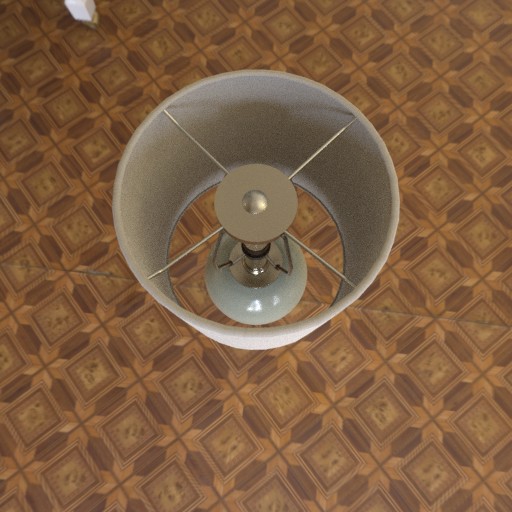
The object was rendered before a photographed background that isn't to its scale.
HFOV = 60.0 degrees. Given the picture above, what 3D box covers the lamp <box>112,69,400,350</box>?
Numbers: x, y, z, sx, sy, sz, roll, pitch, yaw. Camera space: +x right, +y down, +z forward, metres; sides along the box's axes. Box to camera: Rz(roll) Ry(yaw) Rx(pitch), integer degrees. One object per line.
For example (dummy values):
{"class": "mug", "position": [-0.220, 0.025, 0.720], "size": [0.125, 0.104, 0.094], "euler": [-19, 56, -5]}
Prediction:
{"class": "lamp", "position": [0.000, 0.000, 0.479], "size": [0.201, 0.353, 0.201], "euler": [20, 76, 5]}
